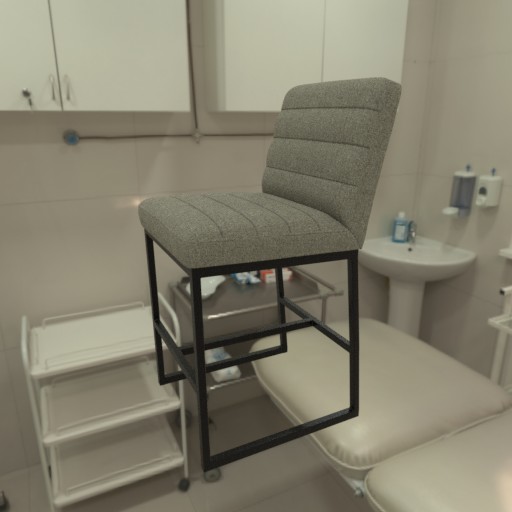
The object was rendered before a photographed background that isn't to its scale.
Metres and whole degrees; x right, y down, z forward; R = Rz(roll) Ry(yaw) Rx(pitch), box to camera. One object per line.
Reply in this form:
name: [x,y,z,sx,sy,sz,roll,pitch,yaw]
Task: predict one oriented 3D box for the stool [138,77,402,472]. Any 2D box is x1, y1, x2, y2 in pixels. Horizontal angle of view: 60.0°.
stool: [0.000,0.000,1.259,0.560,0.940,0.460,-9,20,-25]
